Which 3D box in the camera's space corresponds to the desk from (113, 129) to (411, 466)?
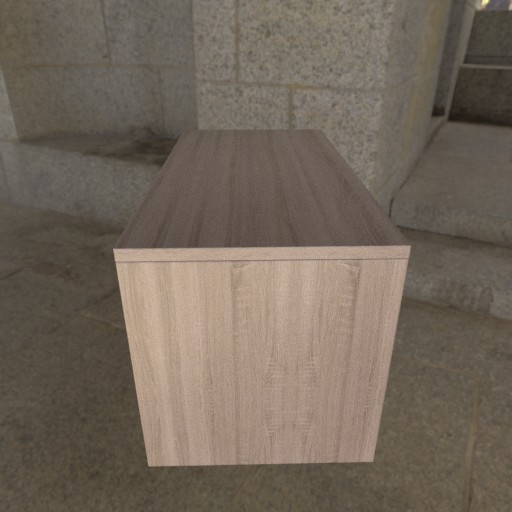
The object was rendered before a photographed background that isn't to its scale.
[{"bbox_3d":[0.000,0.000,1.808,0.690,0.745,1.380,-1,27,-1],"label":"desk"}]
